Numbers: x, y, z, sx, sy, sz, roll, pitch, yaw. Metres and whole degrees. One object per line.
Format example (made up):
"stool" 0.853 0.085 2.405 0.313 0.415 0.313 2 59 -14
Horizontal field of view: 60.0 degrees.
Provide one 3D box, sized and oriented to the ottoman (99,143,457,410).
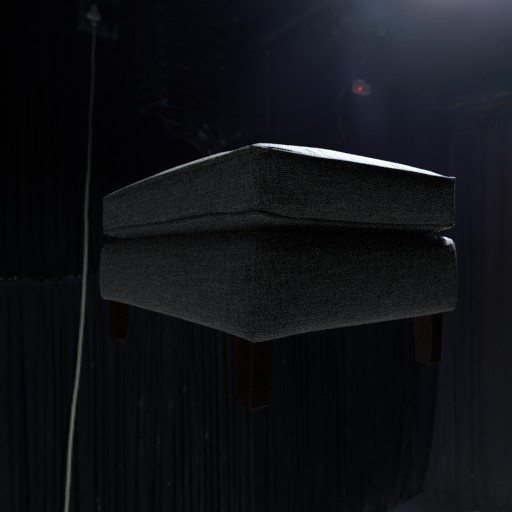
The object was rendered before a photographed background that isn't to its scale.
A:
"ottoman" 0.000 0.000 0.960 0.508 0.406 0.686 0 1 -35
